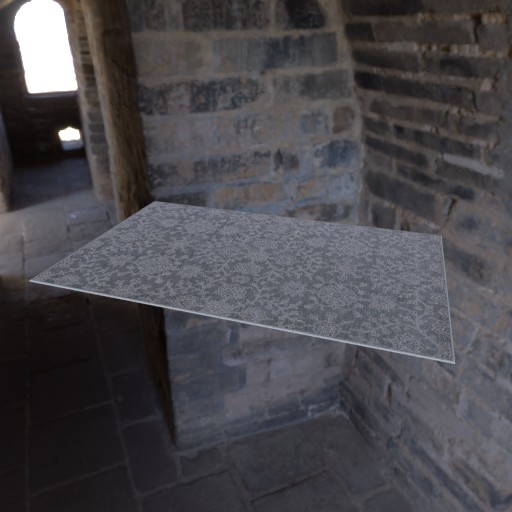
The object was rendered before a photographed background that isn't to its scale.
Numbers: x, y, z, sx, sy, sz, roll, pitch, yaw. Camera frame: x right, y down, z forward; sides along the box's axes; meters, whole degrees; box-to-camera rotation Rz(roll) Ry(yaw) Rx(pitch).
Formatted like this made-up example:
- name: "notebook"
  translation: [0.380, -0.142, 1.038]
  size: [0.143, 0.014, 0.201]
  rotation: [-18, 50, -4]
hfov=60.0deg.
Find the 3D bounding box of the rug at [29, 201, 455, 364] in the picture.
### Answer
- name: "rug"
  translation: [0.000, 0.000, 3.023]
  size: [2.430, 0.010, 1.515]
  rotation: [8, 28, 16]
